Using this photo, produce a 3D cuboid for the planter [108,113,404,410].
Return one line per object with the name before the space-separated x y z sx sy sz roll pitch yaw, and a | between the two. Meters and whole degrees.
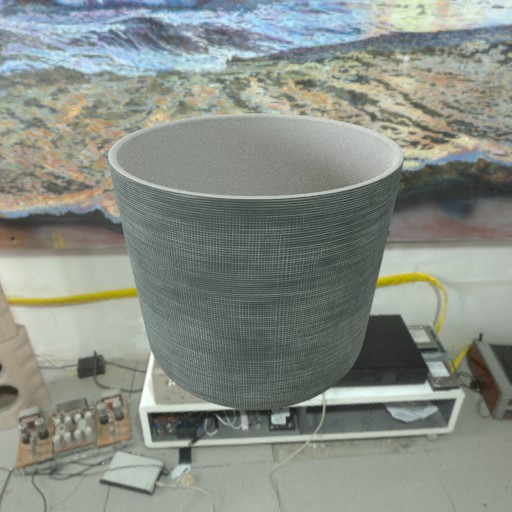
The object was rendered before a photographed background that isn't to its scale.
planter | 0.000 0.000 0.783 0.440 0.398 0.440 0 30 0
